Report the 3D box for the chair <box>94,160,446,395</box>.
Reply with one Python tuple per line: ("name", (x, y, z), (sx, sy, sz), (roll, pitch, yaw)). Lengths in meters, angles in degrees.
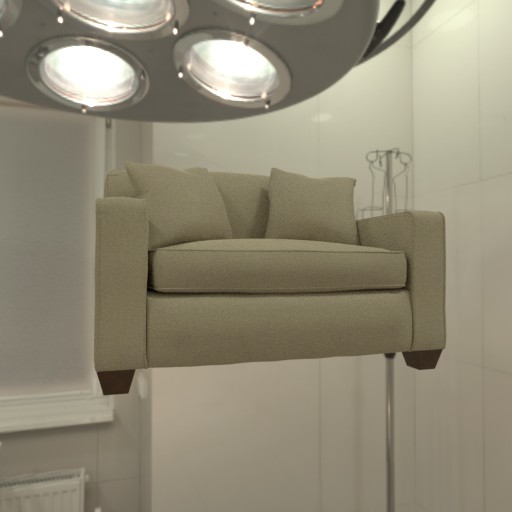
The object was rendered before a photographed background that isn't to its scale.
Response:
("chair", (0.000, 0.000, 2.068), (1.383, 0.948, 1.000), (0, -1, -17))
